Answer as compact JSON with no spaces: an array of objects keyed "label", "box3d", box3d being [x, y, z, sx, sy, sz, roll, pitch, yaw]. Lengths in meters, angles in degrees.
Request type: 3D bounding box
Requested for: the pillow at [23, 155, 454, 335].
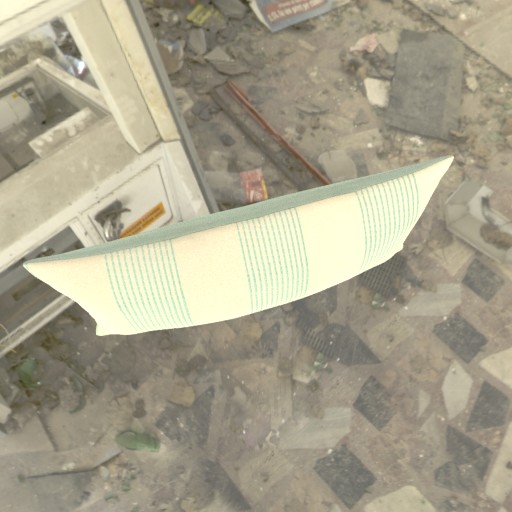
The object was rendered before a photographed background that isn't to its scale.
[{"label":"pillow","box3d":[0.000,0.000,0.721,0.610,0.287,0.151,-15,64,-8]}]
